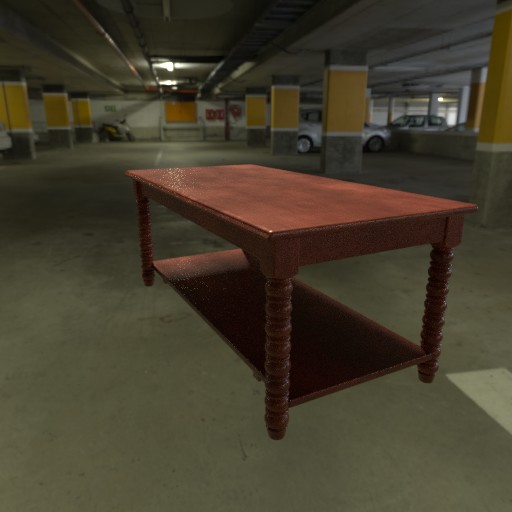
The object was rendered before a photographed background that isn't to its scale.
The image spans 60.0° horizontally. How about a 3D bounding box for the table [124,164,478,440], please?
[{"bbox_3d":[0.000,0.000,1.480,0.580,0.485,1.171,-9,19,-27],"label":"table"}]
